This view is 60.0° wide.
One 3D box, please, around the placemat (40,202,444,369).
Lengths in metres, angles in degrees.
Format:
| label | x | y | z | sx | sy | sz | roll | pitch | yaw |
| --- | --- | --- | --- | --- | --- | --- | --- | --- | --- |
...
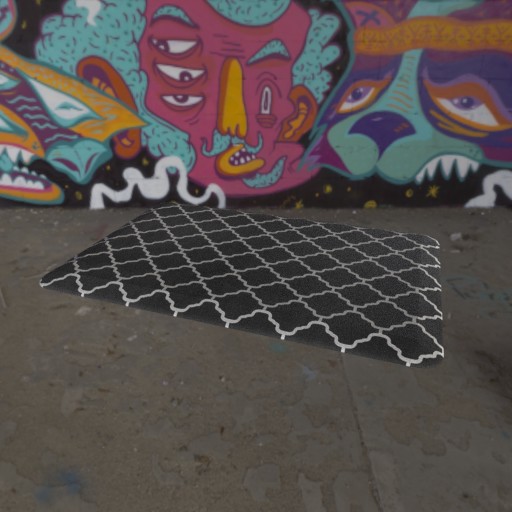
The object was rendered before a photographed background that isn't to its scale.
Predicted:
| label | x | y | z | sx | sy | sz | roll | pitch | yaw |
| --- | --- | --- | --- | --- | --- | --- | --- | --- | --- |
| placemat | 0.000 | 0.000 | 0.971 | 0.762 | 0.021 | 0.508 | 9 | 28 | 17 |
